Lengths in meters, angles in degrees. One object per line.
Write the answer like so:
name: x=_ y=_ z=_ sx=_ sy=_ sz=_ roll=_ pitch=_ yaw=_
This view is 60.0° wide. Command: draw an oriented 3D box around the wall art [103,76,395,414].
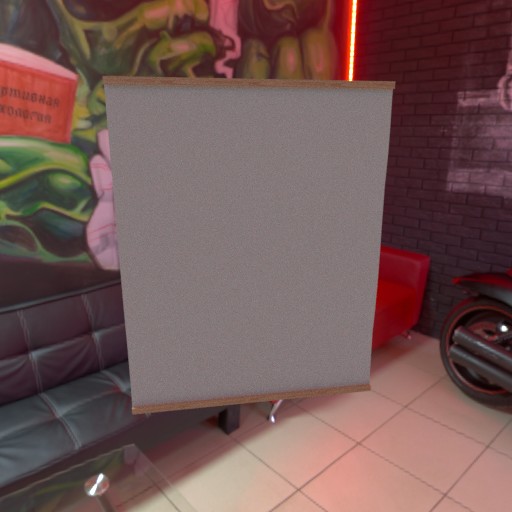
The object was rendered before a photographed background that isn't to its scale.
wall art: x=0.000 y=0.000 z=0.682 sx=0.406 sy=0.508 sz=0.013 roll=-3 pitch=16 yaw=-9
